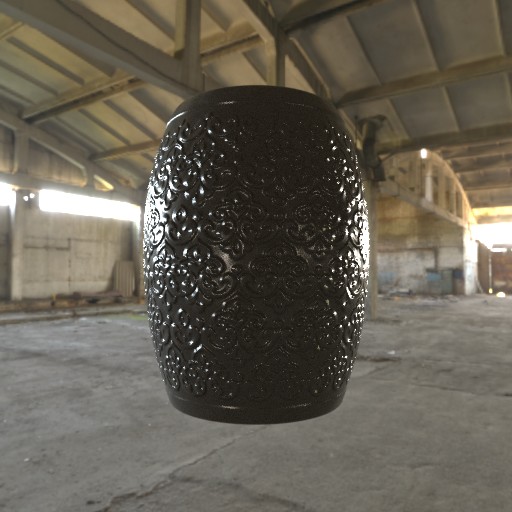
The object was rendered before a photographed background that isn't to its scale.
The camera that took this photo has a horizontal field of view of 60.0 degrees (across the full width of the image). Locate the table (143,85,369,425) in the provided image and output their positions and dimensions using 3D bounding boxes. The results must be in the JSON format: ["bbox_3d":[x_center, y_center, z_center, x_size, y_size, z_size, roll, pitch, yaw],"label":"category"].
[{"bbox_3d":[0.000,0.000,0.626,0.309,0.397,0.309,0,-3,0],"label":"table"}]
